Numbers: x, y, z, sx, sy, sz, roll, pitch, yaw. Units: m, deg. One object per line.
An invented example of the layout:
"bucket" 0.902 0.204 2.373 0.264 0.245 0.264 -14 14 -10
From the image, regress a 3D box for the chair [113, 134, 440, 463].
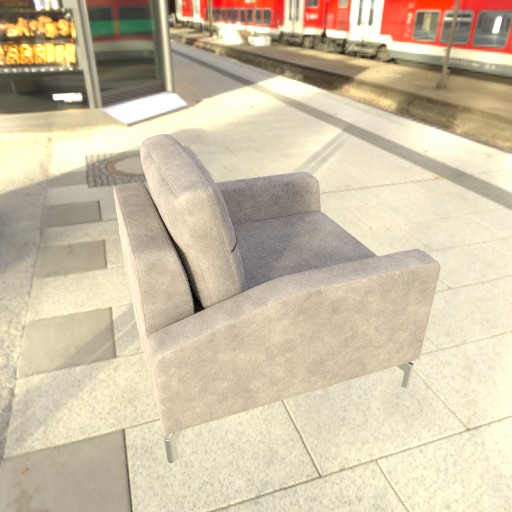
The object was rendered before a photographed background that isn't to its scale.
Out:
"chair" 0.000 0.000 1.618 0.900 0.800 0.900 -11 31 -18
